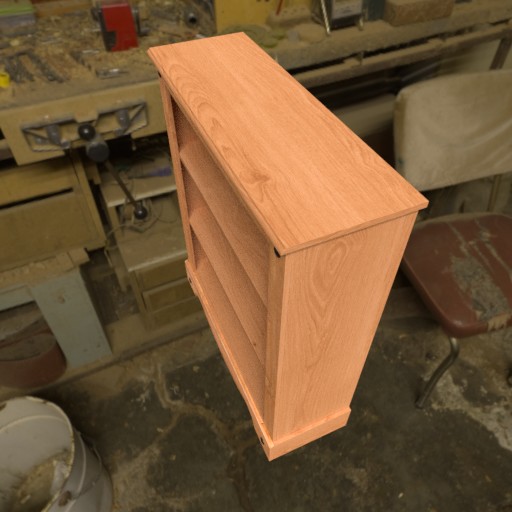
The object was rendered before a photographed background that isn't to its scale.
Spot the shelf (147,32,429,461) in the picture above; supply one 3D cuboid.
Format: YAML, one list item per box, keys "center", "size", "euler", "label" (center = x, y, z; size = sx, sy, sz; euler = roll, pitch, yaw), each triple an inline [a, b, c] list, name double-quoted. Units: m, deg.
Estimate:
- center: [0.000, 0.000, 1.358]
  size: [0.291, 0.980, 0.840]
  euler: [-18, 50, -16]
  label: "shelf"
